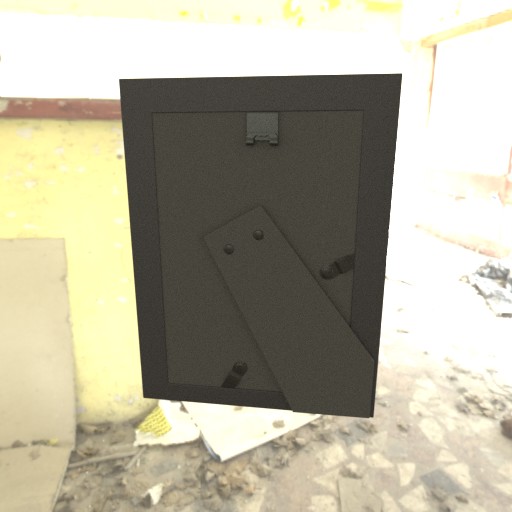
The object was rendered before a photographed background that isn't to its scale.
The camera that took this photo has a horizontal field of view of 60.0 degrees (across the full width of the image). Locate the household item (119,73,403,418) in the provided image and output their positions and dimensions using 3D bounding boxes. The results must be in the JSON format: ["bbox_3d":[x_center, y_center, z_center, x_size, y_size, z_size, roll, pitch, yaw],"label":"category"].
[{"bbox_3d":[0.000,0.000,0.236,0.133,0.178,0.022,2,16,8],"label":"household item"}]
